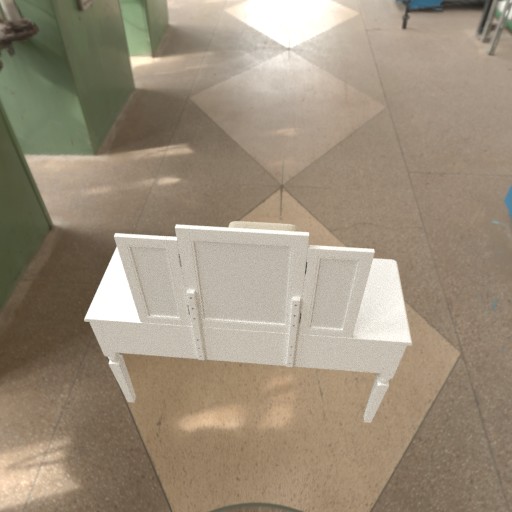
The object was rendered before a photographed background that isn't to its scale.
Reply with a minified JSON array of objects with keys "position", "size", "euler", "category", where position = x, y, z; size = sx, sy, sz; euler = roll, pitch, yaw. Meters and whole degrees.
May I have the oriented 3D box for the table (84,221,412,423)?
[{"position":[0.000,0.000,2.288],"size":[1.369,1.310,1.115],"euler":[4,45,4],"category":"table"}]
